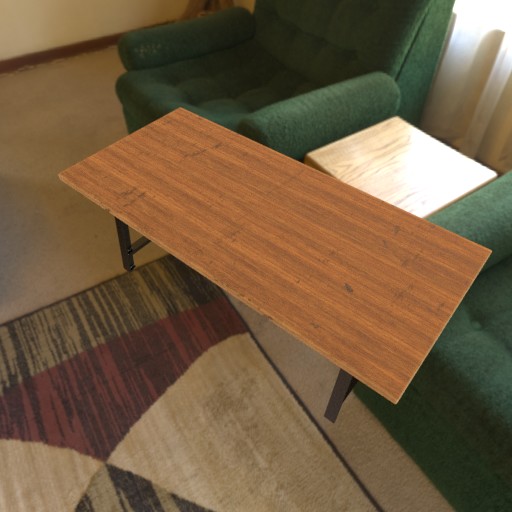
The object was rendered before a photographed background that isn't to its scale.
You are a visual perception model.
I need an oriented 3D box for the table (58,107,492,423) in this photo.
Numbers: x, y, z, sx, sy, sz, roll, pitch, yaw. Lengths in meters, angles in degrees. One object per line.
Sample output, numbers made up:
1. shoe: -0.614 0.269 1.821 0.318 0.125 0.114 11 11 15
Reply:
1. table: 0.000 0.000 2.676 2.200 0.757 1.000 31 55 25
